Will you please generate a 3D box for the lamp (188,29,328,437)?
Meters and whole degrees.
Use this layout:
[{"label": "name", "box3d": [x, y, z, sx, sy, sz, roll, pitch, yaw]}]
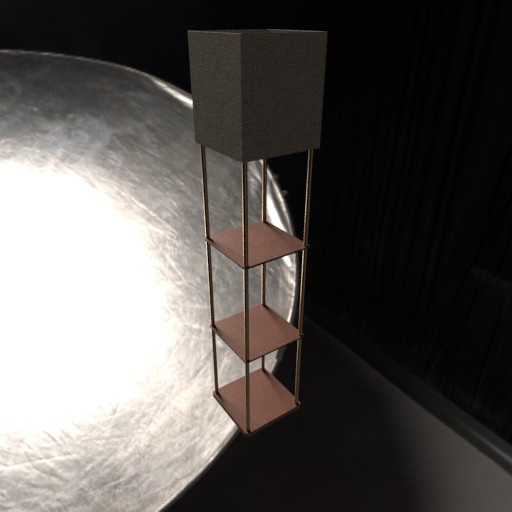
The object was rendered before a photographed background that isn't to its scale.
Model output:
[{"label": "lamp", "box3d": [0.000, 0.000, 1.734, 0.310, 1.569, 0.308, -18, 33, -30]}]
